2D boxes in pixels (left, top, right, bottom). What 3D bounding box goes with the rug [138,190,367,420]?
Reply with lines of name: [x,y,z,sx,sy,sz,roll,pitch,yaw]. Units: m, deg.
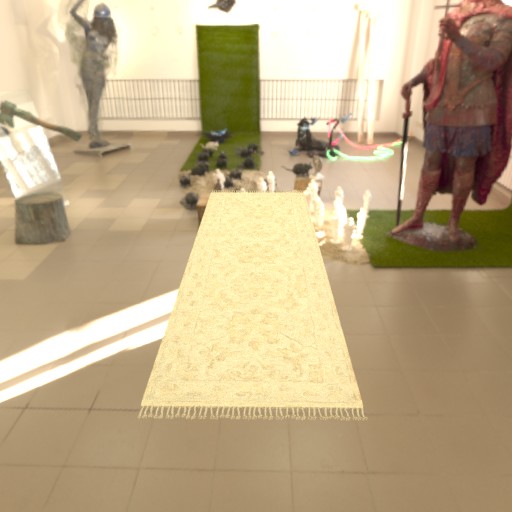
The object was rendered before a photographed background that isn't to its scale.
rug: [0.000,0.000,2.668,0.795,0.015,2.544,0,26,1]
